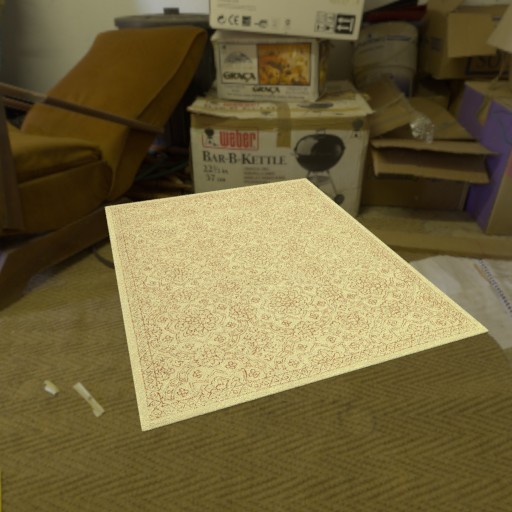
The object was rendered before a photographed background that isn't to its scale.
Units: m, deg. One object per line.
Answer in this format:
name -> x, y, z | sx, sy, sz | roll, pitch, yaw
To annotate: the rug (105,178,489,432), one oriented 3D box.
rug -> 0.000, 0.000, 4.024 | 2.441, 0.015, 3.050 | -11, 34, -17
